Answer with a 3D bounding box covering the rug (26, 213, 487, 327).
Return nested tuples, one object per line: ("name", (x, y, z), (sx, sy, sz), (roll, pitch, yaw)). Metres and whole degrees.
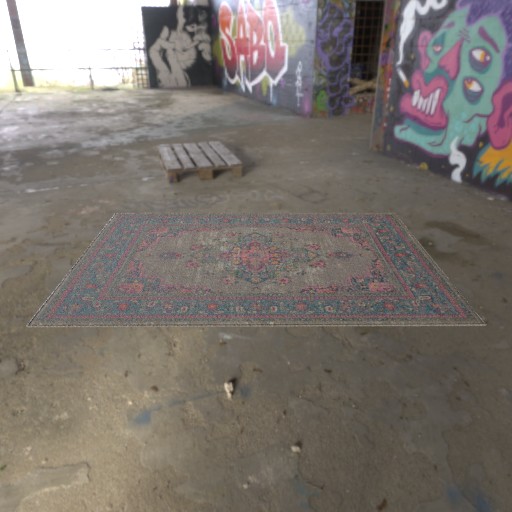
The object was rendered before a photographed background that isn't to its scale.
("rug", (0.000, 0.000, 3.674), (2.890, 0.013, 2.005), (0, 26, 0))
